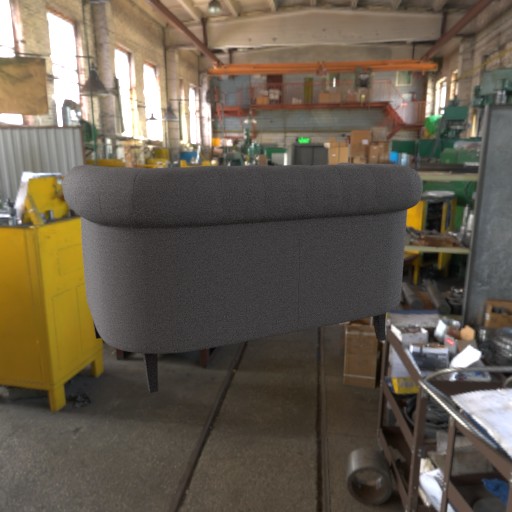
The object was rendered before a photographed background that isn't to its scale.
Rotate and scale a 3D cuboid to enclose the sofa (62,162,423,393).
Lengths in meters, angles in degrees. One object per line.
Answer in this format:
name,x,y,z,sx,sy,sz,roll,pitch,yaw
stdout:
sofa,0.000,0.000,2.028,1.558,0.827,0.835,-6,14,-25
